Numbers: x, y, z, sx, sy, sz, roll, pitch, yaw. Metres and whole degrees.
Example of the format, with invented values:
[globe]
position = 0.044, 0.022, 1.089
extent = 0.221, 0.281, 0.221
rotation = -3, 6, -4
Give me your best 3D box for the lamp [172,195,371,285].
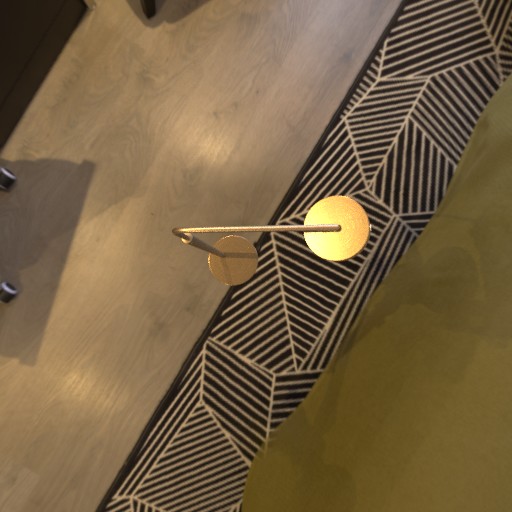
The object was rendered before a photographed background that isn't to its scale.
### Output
[lamp]
position = 0.000, 0.000, 1.380
extent = 0.418, 1.230, 0.219
rotation = 0, 88, 0
